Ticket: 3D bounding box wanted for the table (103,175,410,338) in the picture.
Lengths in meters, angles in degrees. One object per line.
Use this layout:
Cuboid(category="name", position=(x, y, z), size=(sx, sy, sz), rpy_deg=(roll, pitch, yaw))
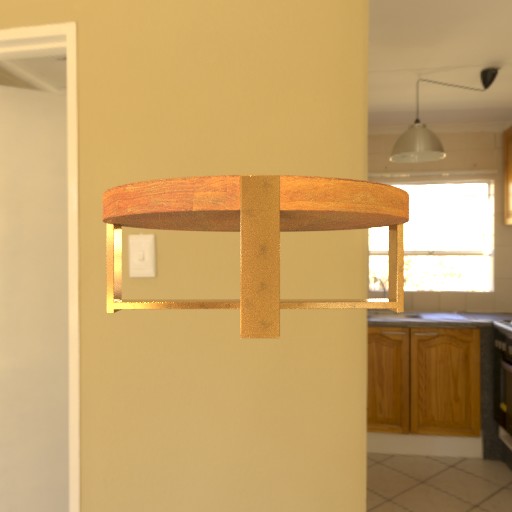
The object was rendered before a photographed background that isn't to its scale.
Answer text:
Cuboid(category="table", position=(0.000, 0.000, 1.688), size=(1.100, 0.420, 1.100), rpy_deg=(0, 0, 0))
